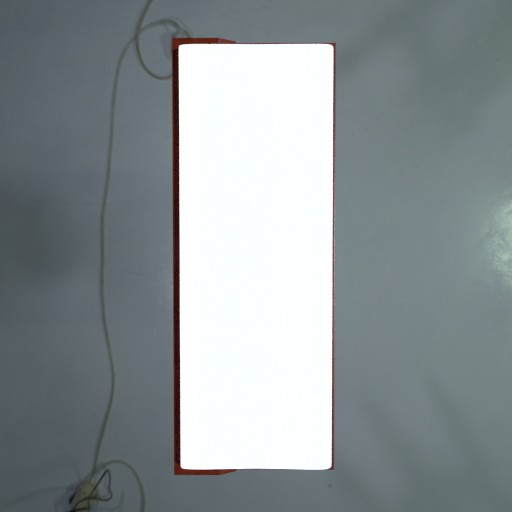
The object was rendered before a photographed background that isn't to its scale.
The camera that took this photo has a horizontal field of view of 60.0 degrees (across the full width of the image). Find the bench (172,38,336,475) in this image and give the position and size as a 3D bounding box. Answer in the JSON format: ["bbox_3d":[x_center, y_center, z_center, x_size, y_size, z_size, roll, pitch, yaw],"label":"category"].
[{"bbox_3d":[0.000,0.000,1.286,0.369,0.646,0.987,0,91,0],"label":"bench"}]
